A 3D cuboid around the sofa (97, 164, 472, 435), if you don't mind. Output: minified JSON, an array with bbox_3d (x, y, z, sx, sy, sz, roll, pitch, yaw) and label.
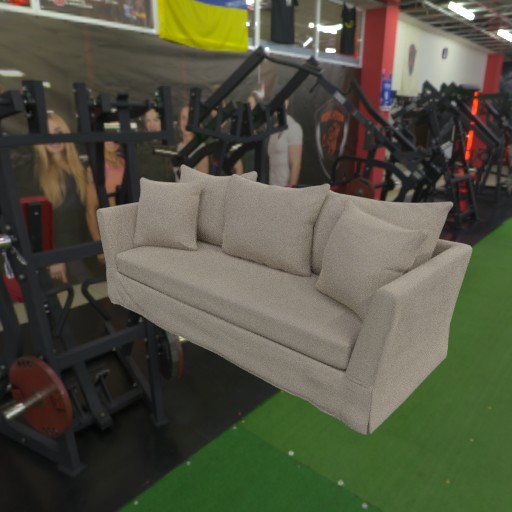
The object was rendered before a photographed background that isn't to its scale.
[{"bbox_3d":[0.000,0.000,3.064,2.499,1.047,1.046,16,24,40],"label":"sofa"}]
